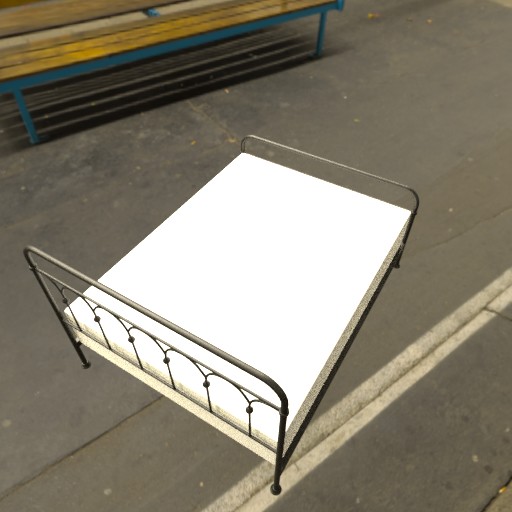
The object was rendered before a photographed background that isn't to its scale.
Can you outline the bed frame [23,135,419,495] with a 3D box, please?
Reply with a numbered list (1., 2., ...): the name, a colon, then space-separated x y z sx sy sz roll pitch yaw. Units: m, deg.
1. bed frame: 0.000 0.000 3.115 1.664 1.276 2.203 24 51 21
